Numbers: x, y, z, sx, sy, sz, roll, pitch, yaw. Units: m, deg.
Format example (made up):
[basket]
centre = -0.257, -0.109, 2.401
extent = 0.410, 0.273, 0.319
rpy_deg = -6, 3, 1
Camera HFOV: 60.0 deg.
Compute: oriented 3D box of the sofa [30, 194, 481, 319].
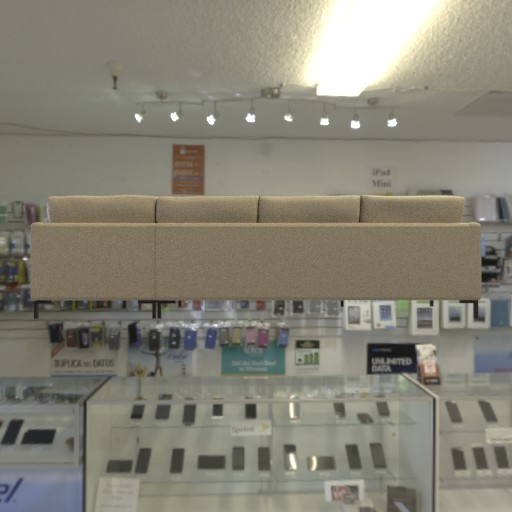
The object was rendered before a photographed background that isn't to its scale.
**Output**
[sofa]
centre = 0.000, 0.000, 3.552
extent = 2.737, 0.756, 1.879
rpy_deg = 0, 0, 0
